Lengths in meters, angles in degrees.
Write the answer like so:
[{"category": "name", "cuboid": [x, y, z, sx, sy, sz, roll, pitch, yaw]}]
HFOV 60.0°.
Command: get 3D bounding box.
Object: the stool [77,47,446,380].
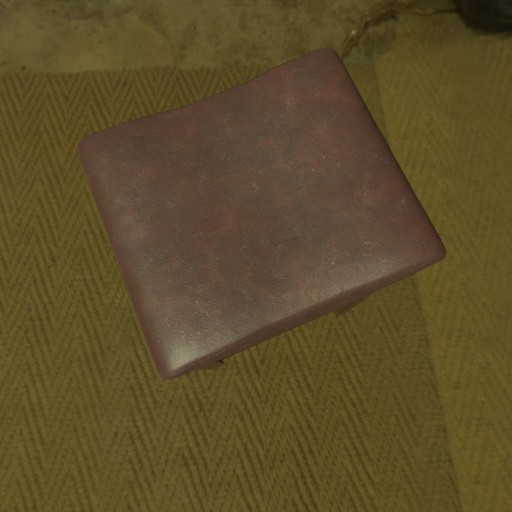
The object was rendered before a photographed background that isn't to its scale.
[{"category": "stool", "cuboid": [0.000, 0.000, 1.034, 0.465, 0.769, 0.401, -23, 77, -6]}]
